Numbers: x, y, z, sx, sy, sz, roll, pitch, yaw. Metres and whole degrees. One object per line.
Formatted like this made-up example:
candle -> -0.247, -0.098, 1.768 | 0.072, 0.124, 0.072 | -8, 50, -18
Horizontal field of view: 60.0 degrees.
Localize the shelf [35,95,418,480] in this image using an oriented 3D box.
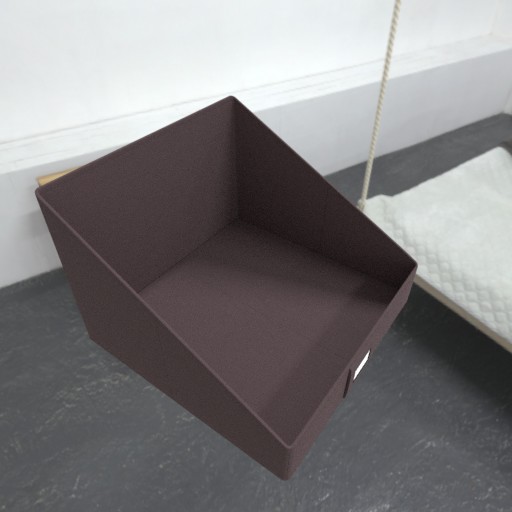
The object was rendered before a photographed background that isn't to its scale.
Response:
shelf -> 0.000, 0.000, 0.494 | 0.292, 0.210, 0.292 | 26, 47, 27
